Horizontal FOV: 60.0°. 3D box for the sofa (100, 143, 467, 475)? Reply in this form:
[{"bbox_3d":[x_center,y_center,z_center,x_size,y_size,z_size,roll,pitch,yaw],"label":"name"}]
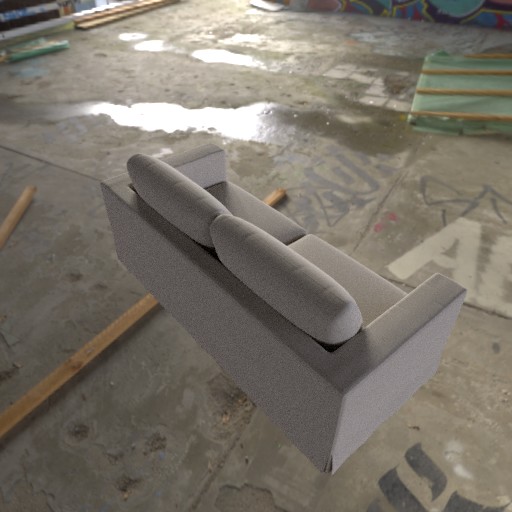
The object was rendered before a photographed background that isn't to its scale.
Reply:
[{"bbox_3d":[0.000,0.000,2.694,0.954,0.881,2.163,-29,48,-30],"label":"sofa"}]
